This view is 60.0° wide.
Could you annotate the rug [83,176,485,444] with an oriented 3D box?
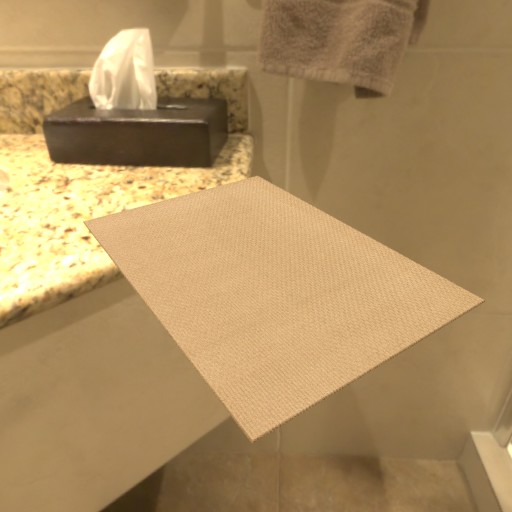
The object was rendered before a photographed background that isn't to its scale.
[{"bbox_3d":[0.000,0.000,2.765,1.509,0.013,2.144,-20,37,-29],"label":"rug"}]
